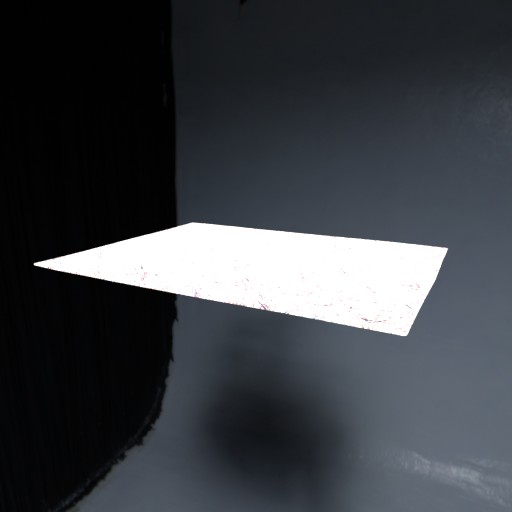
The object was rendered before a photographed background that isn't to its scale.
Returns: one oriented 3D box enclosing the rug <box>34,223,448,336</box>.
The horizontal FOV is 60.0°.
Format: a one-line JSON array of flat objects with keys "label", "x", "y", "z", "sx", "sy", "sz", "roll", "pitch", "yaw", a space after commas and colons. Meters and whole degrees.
[{"label": "rug", "x": 0.000, "y": 0.000, "z": 4.252, "sx": 3.226, "sy": 0.024, "sz": 2.436, "roll": 7, "pitch": 16, "yaw": 27}]
